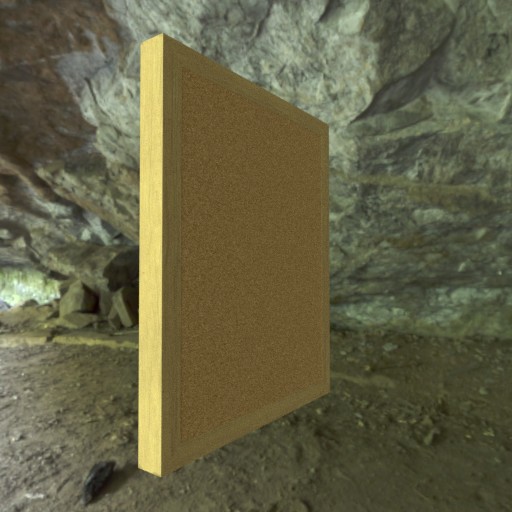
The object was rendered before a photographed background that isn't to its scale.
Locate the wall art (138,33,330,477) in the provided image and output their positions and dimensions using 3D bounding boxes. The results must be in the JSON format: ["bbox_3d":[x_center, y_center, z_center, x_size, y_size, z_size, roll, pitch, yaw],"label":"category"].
[{"bbox_3d":[0.000,0.000,0.513,0.030,0.380,0.312,-1,-1,36],"label":"wall art"}]
